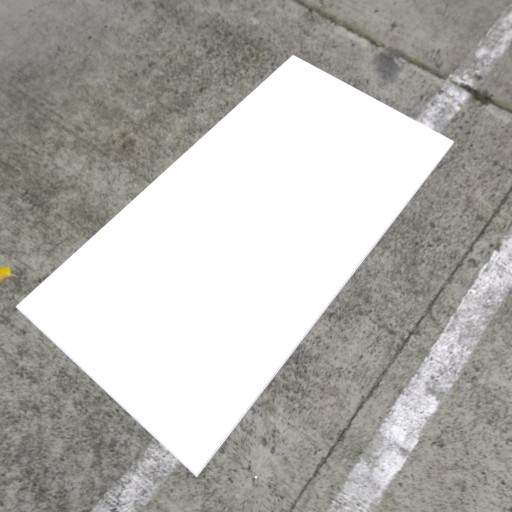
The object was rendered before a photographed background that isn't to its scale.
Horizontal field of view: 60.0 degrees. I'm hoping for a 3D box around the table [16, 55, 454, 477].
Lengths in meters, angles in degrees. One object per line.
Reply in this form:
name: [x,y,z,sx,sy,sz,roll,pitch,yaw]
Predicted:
table: [0.000,0.000,1.324,0.559,0.457,1.067,36,69,16]
